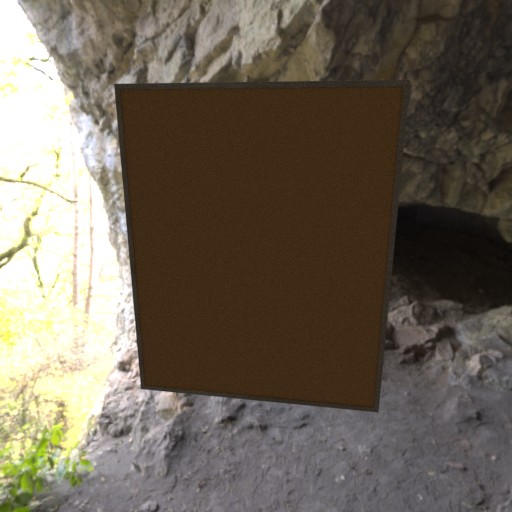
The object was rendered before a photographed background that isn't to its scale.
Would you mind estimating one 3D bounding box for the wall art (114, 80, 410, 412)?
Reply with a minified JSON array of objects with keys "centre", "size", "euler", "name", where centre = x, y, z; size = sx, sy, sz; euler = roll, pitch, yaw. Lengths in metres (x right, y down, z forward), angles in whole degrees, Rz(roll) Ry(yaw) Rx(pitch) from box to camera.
[{"centre":[0.000,0.000,0.714],"size":[0.421,0.521,0.032],"euler":[3,17,9],"name":"wall art"}]
